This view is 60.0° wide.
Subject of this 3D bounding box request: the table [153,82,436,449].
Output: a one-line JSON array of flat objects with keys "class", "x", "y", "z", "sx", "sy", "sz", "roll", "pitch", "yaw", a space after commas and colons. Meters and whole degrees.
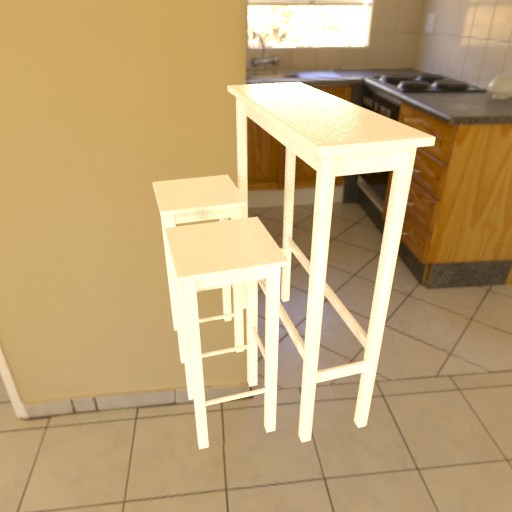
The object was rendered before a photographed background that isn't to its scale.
[{"class": "table", "x": 0.000, "y": 0.000, "z": 1.649, "sx": 0.650, "sy": 1.065, "sz": 0.915, "roll": -8, "pitch": 31, "yaw": -14}]
